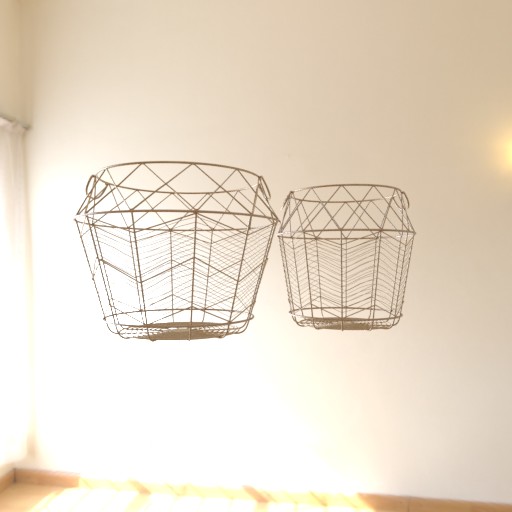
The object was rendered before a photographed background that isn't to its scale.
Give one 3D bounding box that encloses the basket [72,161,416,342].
[{"bbox_3d":[0.000,0.000,1.048,0.805,0.343,0.451,0,-1,-17],"label":"basket"}]
